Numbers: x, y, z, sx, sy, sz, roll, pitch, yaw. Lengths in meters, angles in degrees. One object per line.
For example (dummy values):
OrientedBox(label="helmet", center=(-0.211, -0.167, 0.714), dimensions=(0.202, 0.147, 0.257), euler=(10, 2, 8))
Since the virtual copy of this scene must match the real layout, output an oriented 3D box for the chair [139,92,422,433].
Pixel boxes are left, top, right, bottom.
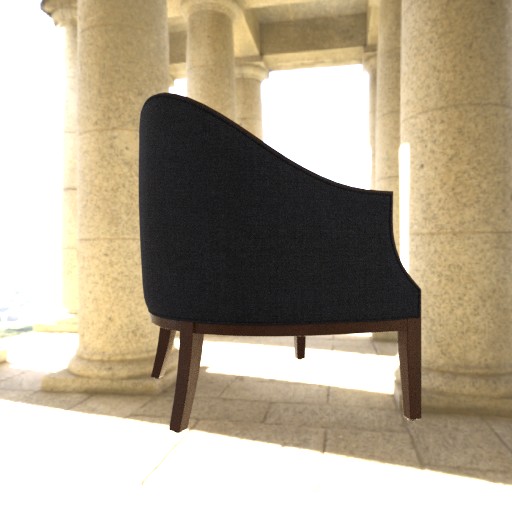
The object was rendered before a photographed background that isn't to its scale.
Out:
OrientedBox(label="chair", center=(0.000, 0.000, 1.437), dimensions=(0.735, 0.876, 0.803), euler=(0, 0, -18))
